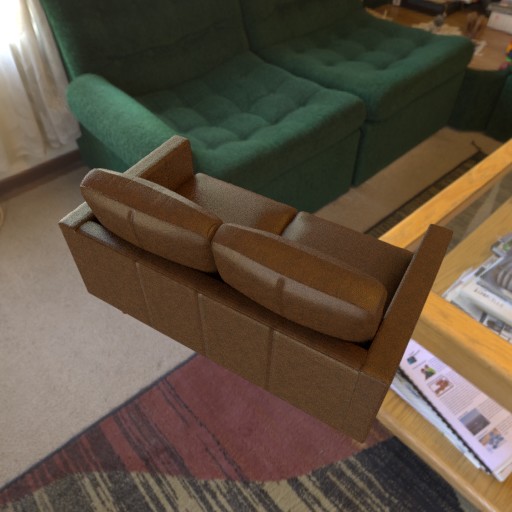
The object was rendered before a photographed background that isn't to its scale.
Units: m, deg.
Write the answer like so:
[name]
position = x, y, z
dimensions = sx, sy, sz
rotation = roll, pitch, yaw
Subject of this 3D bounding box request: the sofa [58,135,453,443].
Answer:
[sofa]
position = 0.000, 0.000, 2.165
dimensions = 1.578, 0.951, 0.909
rotation = 23, 51, 21
